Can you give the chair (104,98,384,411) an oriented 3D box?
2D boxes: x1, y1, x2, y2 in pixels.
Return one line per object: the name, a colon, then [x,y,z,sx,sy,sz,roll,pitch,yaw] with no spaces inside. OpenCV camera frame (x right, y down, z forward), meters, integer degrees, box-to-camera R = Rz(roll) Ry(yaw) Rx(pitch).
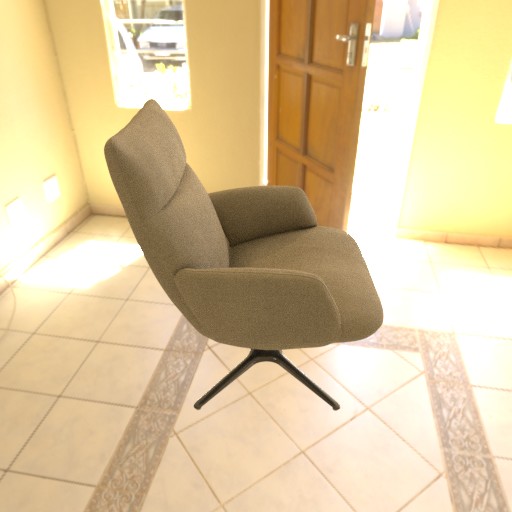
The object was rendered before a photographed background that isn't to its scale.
chair: [0.000,0.000,1.636,0.889,1.016,0.711,0,31,0]
